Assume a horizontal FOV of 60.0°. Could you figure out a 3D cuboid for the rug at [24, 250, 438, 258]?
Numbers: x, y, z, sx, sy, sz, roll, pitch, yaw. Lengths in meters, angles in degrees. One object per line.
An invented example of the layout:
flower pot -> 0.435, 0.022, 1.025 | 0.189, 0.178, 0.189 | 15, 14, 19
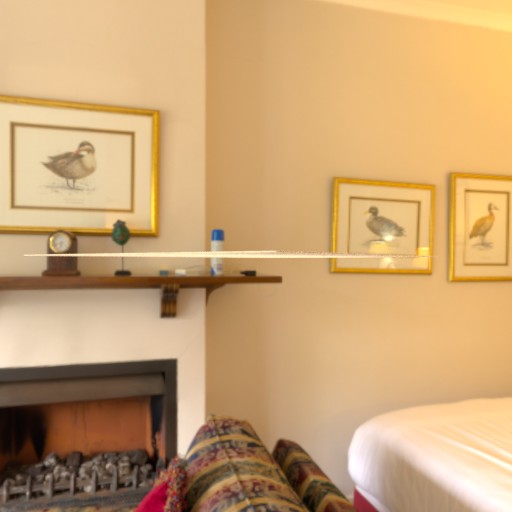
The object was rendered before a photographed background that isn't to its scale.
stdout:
rug -> 0.000, 0.000, 4.079 | 2.453, 0.010, 3.037 | 0, -1, 36
